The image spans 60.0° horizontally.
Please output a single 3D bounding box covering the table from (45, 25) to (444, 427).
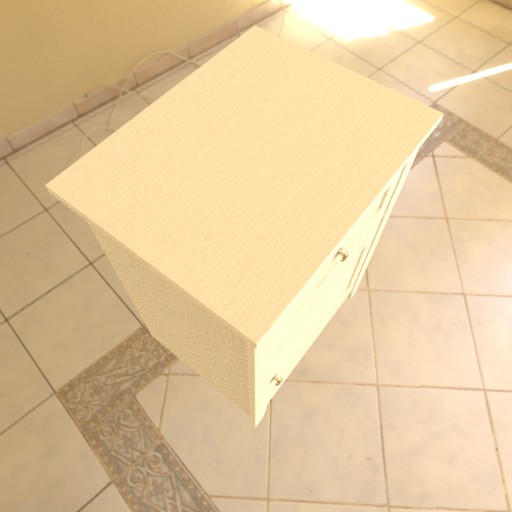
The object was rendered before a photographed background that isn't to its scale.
[{"bbox_3d":[0.000,0.000,0.934,0.381,0.635,0.480,34,65,18],"label":"table"}]
